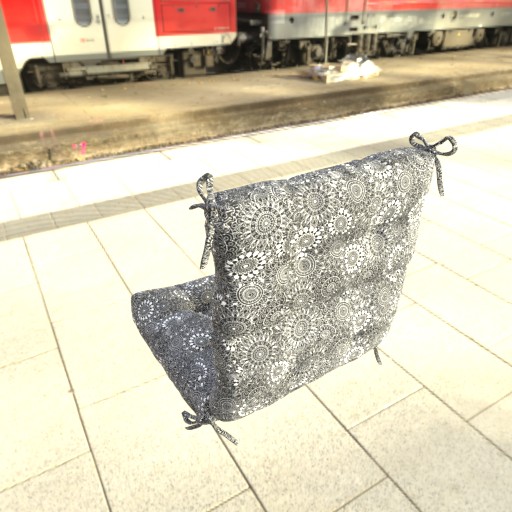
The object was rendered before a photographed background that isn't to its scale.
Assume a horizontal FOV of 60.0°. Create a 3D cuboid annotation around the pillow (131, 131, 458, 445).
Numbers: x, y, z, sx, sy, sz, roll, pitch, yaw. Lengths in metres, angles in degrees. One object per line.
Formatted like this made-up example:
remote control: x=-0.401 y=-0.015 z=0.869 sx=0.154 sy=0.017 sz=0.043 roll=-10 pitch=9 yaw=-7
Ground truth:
pillow: x=0.000 y=0.000 z=1.004 sx=0.519 sy=0.605 sz=0.571 roll=-19 pitch=36 yaw=-28
